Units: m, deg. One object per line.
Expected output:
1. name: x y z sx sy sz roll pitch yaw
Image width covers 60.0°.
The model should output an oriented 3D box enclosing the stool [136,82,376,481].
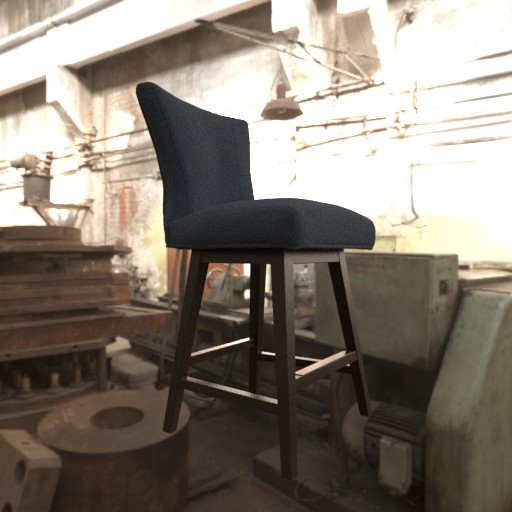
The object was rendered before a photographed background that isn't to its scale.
1. stool: 0.000 0.000 1.338 0.574 1.000 0.514 0 1 35
